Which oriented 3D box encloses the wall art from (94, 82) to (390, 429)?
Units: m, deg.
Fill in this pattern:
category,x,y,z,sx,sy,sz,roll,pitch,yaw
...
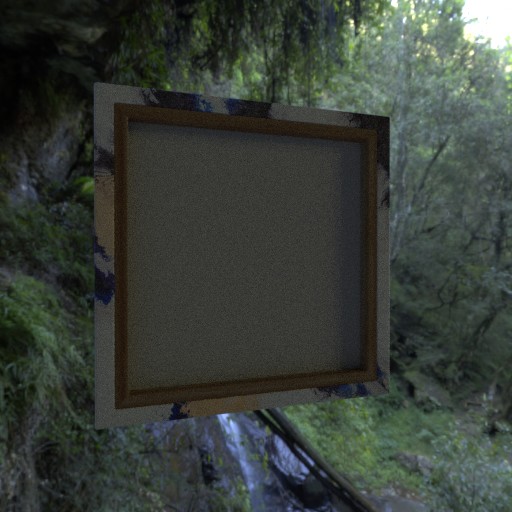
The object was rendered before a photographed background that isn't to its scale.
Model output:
category,x,y,z,sx,sy,sz,roll,pitch,yaw
wall art,0.000,0.000,0.890,0.609,0.609,0.039,0,1,-19
